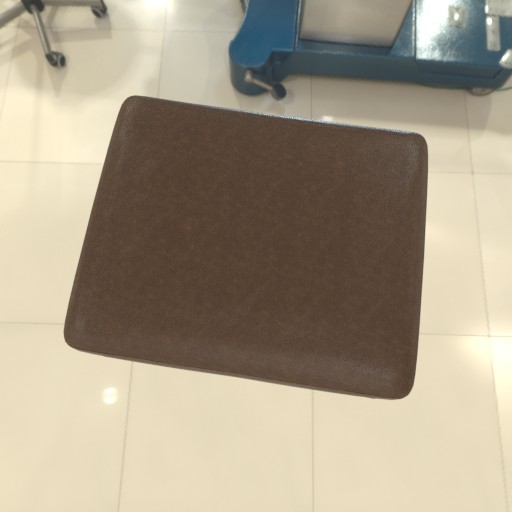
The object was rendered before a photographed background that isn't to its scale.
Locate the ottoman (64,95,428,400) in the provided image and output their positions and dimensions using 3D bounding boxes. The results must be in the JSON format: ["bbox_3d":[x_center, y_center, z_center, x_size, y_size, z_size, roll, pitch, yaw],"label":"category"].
[{"bbox_3d":[0.000,0.000,1.120,0.751,0.476,0.603,8,76,2],"label":"ottoman"}]
